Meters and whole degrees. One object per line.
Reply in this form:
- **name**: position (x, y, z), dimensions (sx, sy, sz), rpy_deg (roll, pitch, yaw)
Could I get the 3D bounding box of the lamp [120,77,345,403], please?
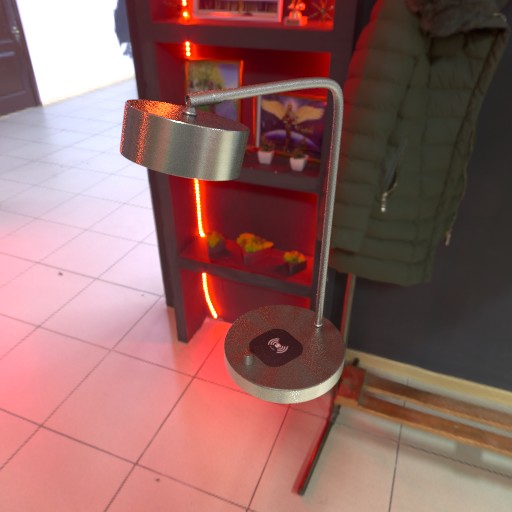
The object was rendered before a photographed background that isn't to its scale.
- **lamp**: position (0.000, 0.000, 0.635), dimensions (0.334, 0.469, 0.211), rpy_deg (-21, 38, -30)
